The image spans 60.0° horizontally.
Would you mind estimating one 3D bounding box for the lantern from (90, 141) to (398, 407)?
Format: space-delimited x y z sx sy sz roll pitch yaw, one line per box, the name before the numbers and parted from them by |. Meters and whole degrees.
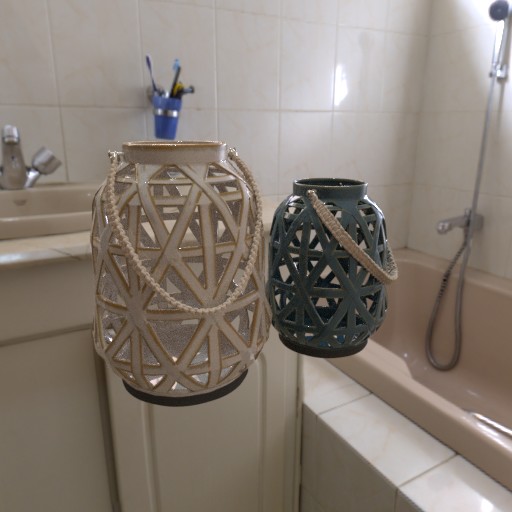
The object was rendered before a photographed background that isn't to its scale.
lantern | 0.000 0.000 0.613 0.439 0.307 0.245 -8 18 -26
